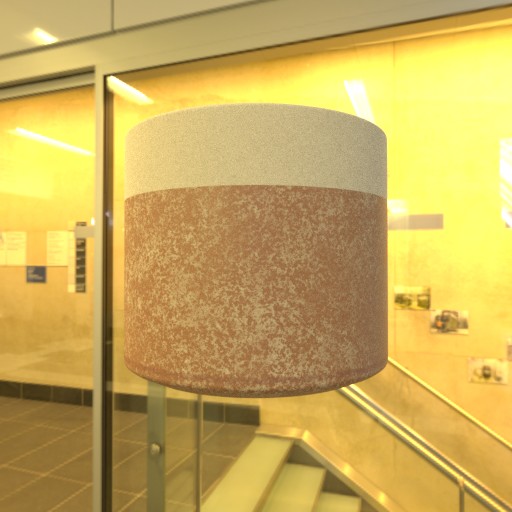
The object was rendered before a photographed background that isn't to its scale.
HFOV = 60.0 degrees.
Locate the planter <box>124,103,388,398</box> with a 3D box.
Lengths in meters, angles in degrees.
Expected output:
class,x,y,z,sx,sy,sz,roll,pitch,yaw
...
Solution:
class,x,y,z,sx,sy,sz,roll,pitch,yaw
planter,0.000,0.000,0.278,0.159,0.138,0.159,0,-1,0
